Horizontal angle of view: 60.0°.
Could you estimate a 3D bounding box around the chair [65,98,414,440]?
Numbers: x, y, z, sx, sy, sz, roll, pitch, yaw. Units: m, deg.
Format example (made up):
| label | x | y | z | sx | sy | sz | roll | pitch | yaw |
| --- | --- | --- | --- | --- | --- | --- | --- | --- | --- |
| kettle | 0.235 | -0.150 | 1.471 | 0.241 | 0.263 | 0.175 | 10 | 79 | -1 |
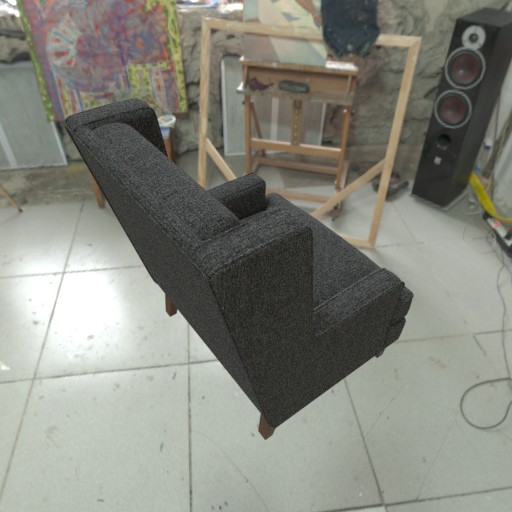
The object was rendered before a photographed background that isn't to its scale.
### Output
| label | x | y | z | sx | sy | sz | roll | pitch | yaw |
| --- | --- | --- | --- | --- | --- | --- | --- | --- | --- |
| chair | 0.000 | 0.000 | 1.760 | 0.927 | 1.082 | 0.942 | -26 | 48 | -26 |
